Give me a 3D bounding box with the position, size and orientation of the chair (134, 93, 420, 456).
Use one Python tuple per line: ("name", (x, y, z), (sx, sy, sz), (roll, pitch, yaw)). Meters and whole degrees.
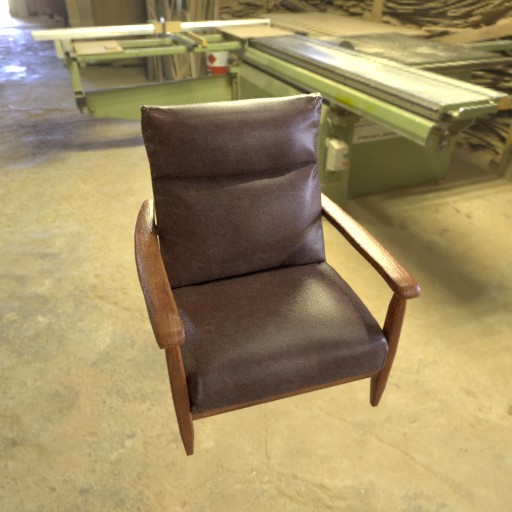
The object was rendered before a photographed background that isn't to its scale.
("chair", (0.000, 0.000, 1.498), (0.782, 0.897, 0.830), (-9, 34, -14))
